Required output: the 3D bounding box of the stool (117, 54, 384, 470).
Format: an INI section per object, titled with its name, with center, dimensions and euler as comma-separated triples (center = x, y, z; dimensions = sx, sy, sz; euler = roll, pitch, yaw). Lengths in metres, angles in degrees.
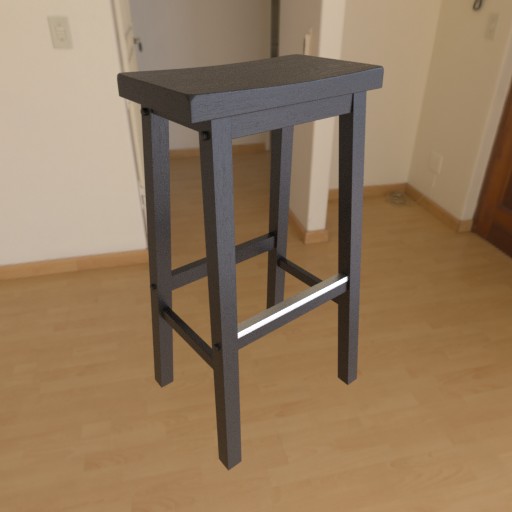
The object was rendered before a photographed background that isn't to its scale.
[stool]
center = 0.000, 0.000, 0.946
dimensions = 0.406, 0.742, 0.322
euler = -22, 38, -32
